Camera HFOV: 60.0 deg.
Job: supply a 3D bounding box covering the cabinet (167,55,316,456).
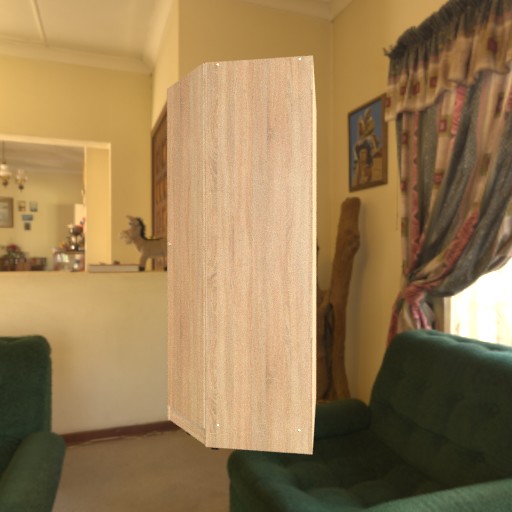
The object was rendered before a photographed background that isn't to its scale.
[{"bbox_3d":[0.000,0.000,2.944,1.094,2.120,1.327,0,1,-36],"label":"cabinet"}]
